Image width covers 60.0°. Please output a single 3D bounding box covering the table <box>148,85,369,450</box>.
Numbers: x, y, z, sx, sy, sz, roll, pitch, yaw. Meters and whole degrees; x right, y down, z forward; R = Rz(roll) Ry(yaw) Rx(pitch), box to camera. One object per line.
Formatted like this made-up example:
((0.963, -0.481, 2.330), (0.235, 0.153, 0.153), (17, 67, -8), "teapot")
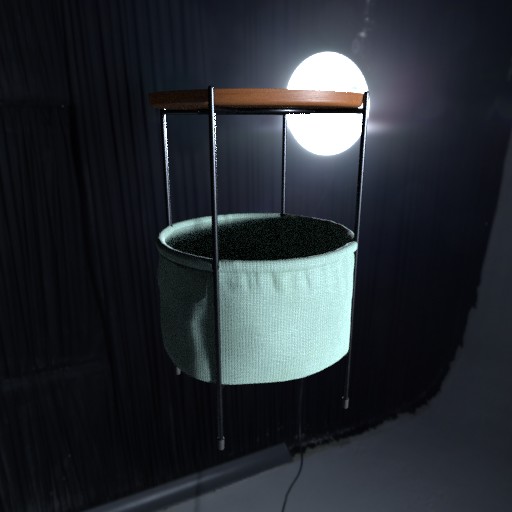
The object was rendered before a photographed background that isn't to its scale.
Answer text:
((0.000, 0.000, 0.903), (0.400, 0.623, 0.400), (-8, 19, -25), "table")
